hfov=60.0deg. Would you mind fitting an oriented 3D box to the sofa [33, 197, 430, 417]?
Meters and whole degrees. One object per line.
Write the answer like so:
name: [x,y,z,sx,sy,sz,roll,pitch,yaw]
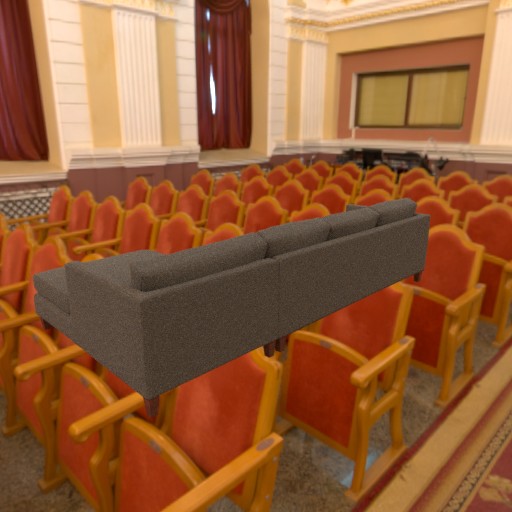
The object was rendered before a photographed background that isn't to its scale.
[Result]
sofa: [0.000,0.000,3.846,3.186,0.846,1.625,-15,22,-42]
